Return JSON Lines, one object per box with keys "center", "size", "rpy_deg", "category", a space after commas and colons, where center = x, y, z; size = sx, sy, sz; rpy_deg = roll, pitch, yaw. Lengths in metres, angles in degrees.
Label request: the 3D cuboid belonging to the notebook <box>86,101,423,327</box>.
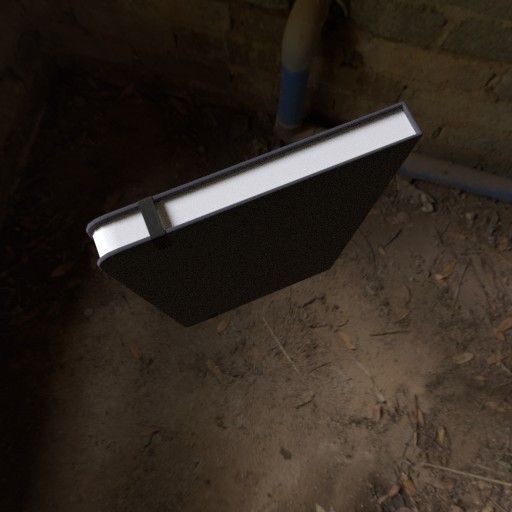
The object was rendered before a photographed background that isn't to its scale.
{"center": [0.000, 0.000, 0.260], "size": [0.127, 0.213, 0.016], "rpy_deg": [-22, 76, -6], "category": "notebook"}
